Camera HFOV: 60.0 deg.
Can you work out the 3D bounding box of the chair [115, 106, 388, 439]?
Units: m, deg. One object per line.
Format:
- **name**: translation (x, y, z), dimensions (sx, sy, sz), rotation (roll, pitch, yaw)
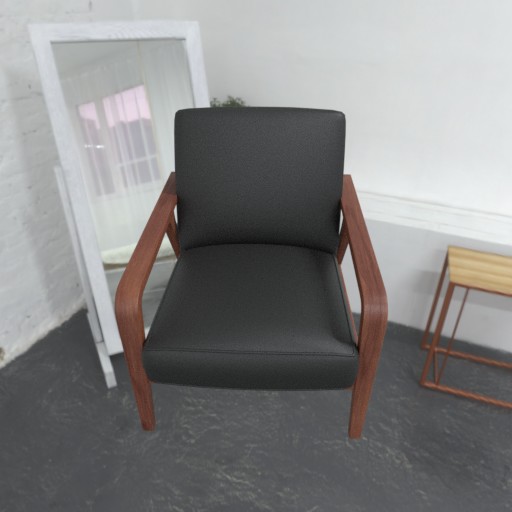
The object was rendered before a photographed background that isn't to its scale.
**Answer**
- **chair**: translation (0.000, 0.000, 1.517), dimensions (0.719, 0.861, 0.889), rotation (1, 31, 2)
